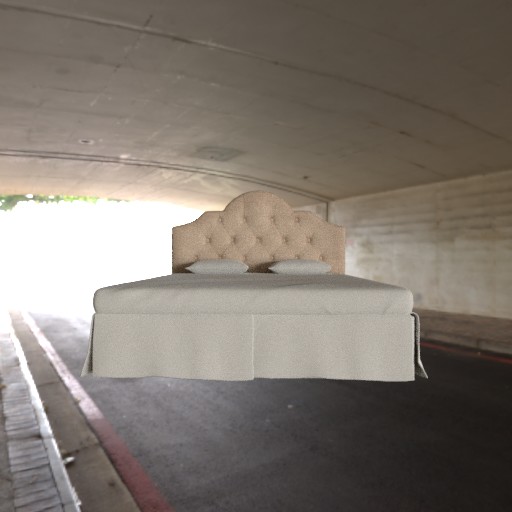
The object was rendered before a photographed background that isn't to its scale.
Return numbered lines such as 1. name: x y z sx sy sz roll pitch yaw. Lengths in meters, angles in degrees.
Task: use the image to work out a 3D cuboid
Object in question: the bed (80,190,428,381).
1. bed: 0.000 0.000 3.075 1.667 1.194 1.970 0 0 1
